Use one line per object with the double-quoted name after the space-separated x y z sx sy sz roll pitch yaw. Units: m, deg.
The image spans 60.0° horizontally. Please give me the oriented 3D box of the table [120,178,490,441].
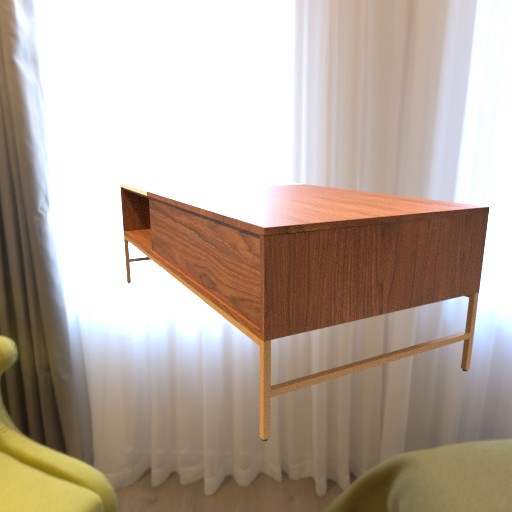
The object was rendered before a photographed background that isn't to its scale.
0.000 0.000 1.902 0.789 0.551 1.553 -7 15 -27 "table"
